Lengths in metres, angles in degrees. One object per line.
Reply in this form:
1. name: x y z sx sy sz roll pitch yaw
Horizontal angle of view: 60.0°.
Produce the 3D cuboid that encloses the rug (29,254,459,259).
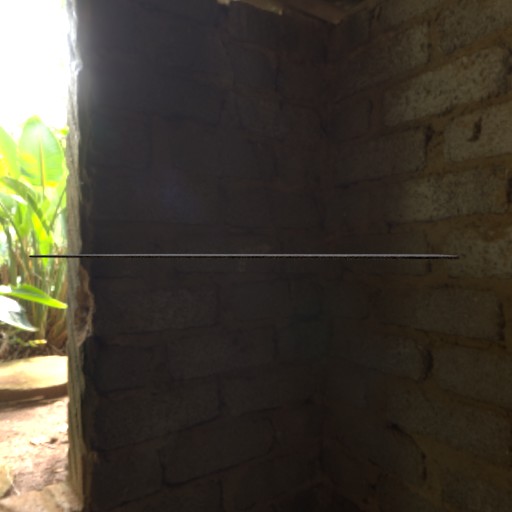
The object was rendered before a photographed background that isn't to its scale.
1. rug: 0.000 0.000 2.213 1.752 0.013 1.158 0 0 19
